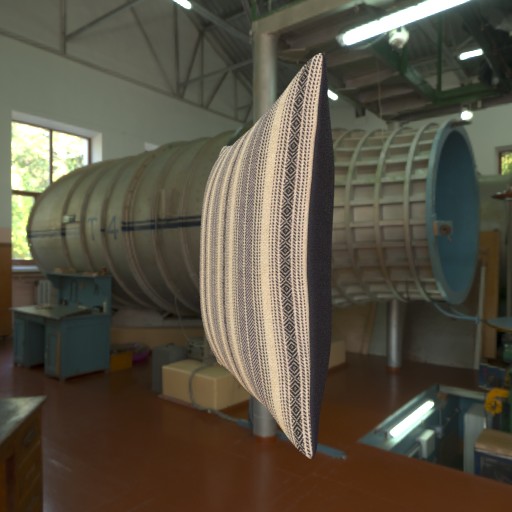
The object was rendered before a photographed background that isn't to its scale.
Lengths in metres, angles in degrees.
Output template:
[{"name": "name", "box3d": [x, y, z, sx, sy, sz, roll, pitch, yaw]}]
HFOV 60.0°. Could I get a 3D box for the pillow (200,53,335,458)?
[{"name": "pillow", "box3d": [0.000, 0.000, 0.796, 0.166, 0.508, 0.520, 0, 0, -17]}]
